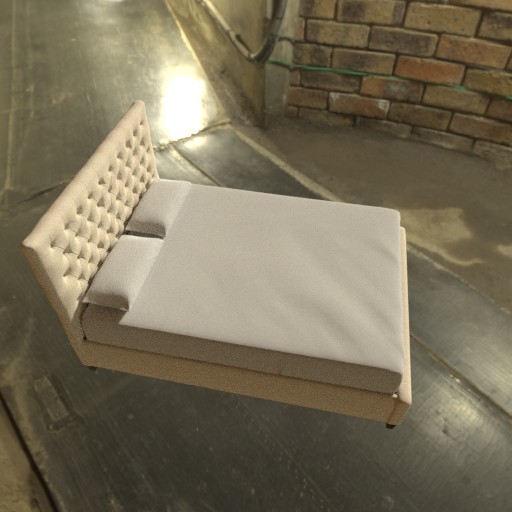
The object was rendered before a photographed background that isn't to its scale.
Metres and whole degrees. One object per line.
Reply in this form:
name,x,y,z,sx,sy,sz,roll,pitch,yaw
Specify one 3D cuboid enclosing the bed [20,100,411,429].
bed,0.000,0.000,3.352,2.387,1.427,1.698,9,48,8
